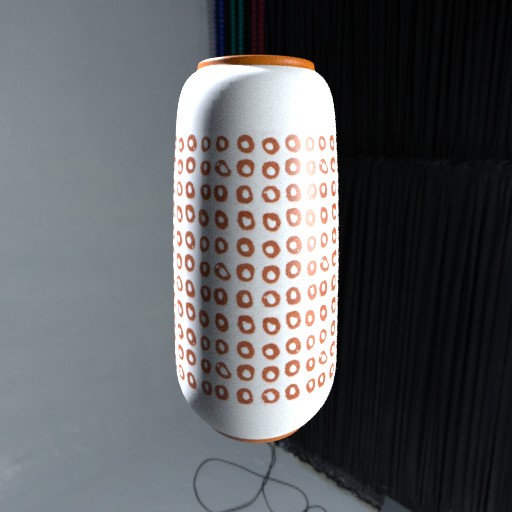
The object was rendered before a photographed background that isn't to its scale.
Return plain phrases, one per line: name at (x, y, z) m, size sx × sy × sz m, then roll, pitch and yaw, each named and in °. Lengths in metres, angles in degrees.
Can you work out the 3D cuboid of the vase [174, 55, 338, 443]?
vase at (0.000, 0.000, 0.352) m, size 0.133 × 0.282 × 0.133 m, roll 0°, pitch 15°, yaw 0°
